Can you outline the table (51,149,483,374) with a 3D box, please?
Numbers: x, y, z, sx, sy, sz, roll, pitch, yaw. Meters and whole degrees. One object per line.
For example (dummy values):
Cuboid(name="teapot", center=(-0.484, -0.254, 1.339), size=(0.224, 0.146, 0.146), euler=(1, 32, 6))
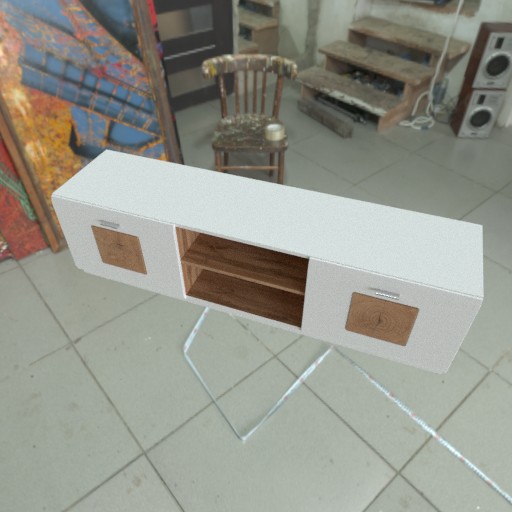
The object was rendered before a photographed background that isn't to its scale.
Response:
Cuboid(name="table", center=(0.000, 0.000, 1.766), size=(1.550, 0.440, 0.400), euler=(14, 44, 15))
